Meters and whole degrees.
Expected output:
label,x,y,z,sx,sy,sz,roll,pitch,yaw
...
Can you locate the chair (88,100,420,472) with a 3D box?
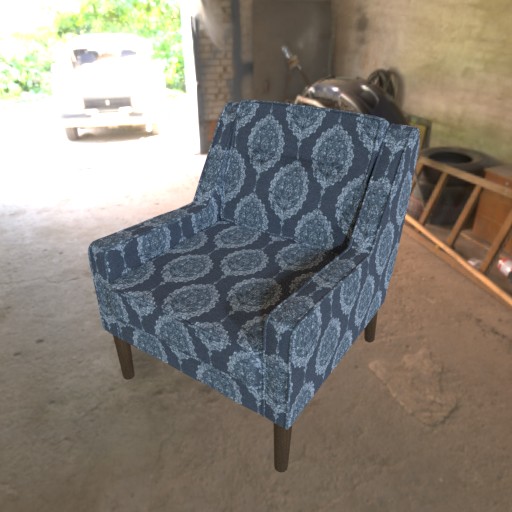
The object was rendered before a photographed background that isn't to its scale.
label,x,y,z,sx,sy,sz,roll,pitch,yaw
chair,0.000,0.000,1.332,0.663,0.792,0.743,19,35,29
